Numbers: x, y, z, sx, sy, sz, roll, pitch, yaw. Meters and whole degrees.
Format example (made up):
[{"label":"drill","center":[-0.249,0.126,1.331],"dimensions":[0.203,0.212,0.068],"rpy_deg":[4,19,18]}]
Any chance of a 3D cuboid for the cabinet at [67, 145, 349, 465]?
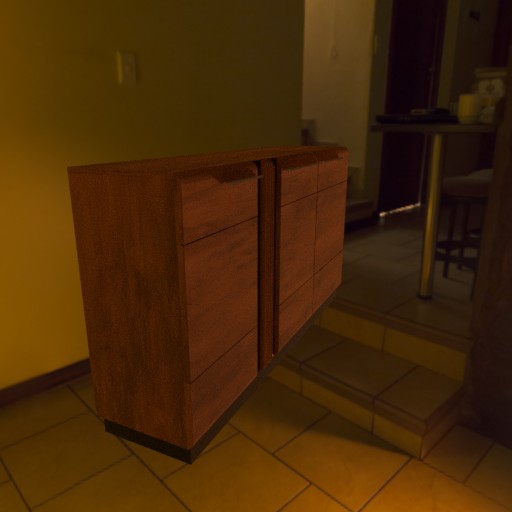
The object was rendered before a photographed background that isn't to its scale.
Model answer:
[{"label":"cabinet","center":[0.000,0.000,1.997],"dimensions":[0.420,0.900,1.600],"rpy_deg":[8,18,25]}]
